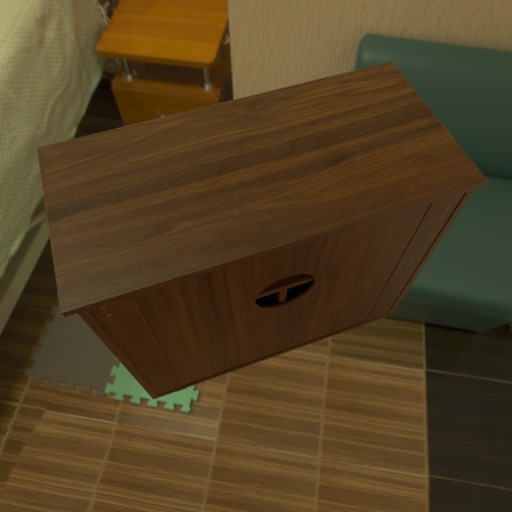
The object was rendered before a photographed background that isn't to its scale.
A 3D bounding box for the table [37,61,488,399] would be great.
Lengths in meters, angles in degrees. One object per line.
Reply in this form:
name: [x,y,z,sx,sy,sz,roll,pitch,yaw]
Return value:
table: [0.000,0.000,1.182,0.802,0.725,0.390,-17,61,-10]
